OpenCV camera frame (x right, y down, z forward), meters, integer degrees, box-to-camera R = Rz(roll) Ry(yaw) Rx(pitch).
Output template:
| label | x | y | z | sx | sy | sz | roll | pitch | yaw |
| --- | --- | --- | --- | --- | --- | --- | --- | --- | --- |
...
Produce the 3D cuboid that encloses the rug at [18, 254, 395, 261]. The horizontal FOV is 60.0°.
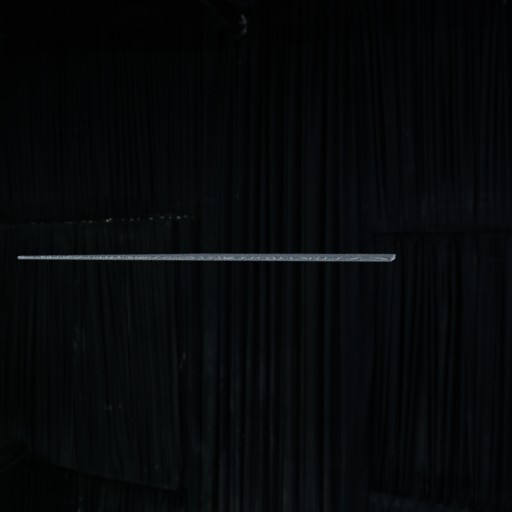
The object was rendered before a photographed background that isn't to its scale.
| label | x | y | z | sx | sy | sz | roll | pitch | yaw |
| --- | --- | --- | --- | --- | --- | --- | --- | --- | --- |
| rug | 0.000 | 0.000 | 4.097 | 2.456 | 0.021 | 3.042 | 0 | 1 | 18 |
